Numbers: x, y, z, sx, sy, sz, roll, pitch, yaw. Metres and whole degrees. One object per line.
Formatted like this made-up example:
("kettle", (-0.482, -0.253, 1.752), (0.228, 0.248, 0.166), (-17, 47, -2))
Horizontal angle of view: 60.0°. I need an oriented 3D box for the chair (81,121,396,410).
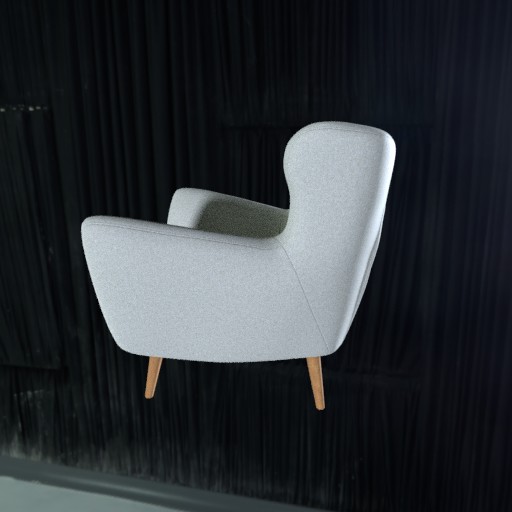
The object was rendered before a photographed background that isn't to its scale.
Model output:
("chair", (0.000, 0.000, 1.592), (0.889, 0.889, 0.890), (2, 14, 8))
